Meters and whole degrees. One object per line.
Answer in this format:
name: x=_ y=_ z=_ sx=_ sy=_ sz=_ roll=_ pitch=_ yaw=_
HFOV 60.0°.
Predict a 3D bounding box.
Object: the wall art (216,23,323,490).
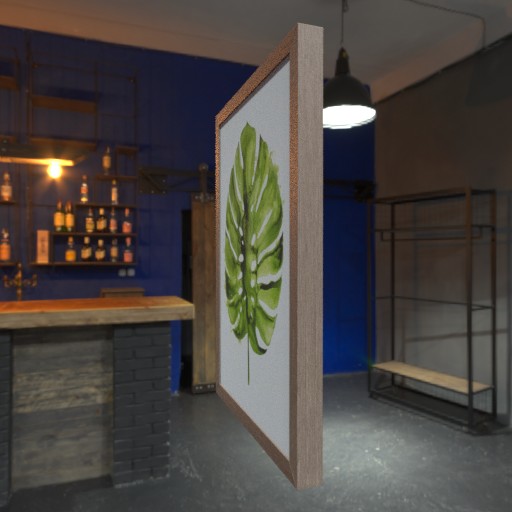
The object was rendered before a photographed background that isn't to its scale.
wall art: x=0.000 y=0.000 z=0.657 sx=0.032 sy=0.510 sz=0.358 roll=0 pitch=1 yaw=-20
